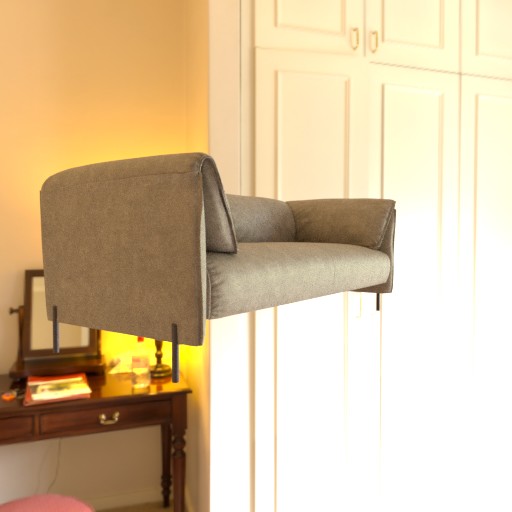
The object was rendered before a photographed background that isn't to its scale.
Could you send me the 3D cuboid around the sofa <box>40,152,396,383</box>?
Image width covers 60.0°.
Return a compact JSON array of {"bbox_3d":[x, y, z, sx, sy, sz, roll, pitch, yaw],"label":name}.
[{"bbox_3d":[0.000,0.000,2.322,0.905,0.747,1.878,1,2,35],"label":"sofa"}]
